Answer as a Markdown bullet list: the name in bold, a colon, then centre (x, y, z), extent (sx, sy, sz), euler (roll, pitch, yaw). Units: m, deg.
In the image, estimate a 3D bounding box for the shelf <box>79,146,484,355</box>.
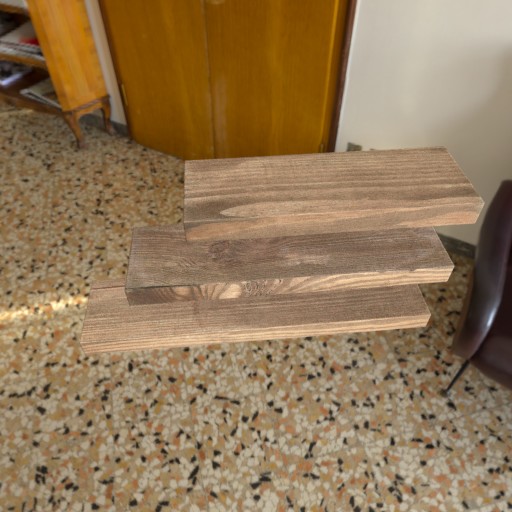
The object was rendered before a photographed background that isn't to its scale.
- **shelf**: centre (0.000, 0.000, 0.733), extent (0.610, 0.293, 0.140), euler (-4, 47, -4)
